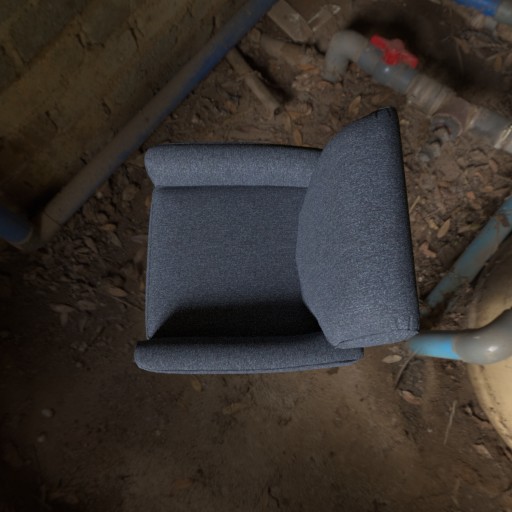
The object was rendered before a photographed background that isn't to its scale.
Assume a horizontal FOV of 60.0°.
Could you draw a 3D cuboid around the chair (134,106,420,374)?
[{"bbox_3d":[0.000,0.000,1.641,0.850,1.016,0.839,-1,76,0],"label":"chair"}]
